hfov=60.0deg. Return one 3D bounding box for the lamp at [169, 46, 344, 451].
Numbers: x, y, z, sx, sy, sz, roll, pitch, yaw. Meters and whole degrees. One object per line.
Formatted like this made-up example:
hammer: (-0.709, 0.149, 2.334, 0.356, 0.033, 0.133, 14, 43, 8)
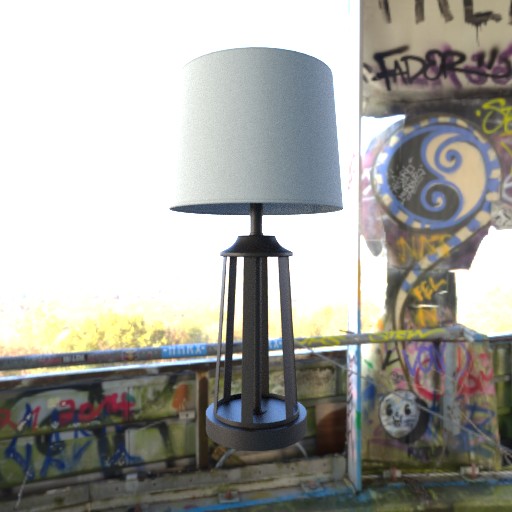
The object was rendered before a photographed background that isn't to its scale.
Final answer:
lamp: (0.000, 0.000, 0.649, 0.251, 0.509, 0.251, 0, 2, 0)
